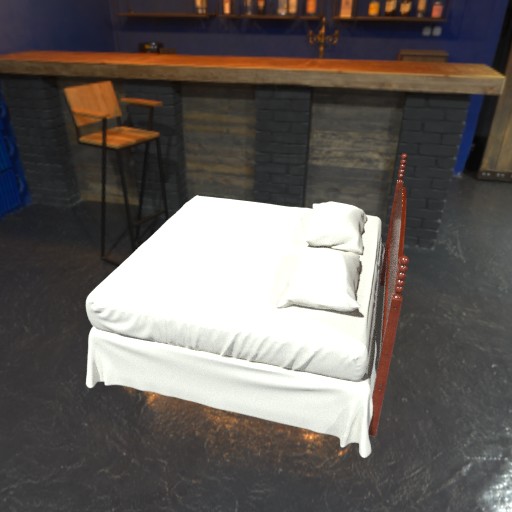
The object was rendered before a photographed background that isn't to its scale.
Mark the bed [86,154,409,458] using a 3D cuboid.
[{"bbox_3d":[0.000,0.000,3.657,2.219,1.355,2.322,8,31,14],"label":"bed"}]
